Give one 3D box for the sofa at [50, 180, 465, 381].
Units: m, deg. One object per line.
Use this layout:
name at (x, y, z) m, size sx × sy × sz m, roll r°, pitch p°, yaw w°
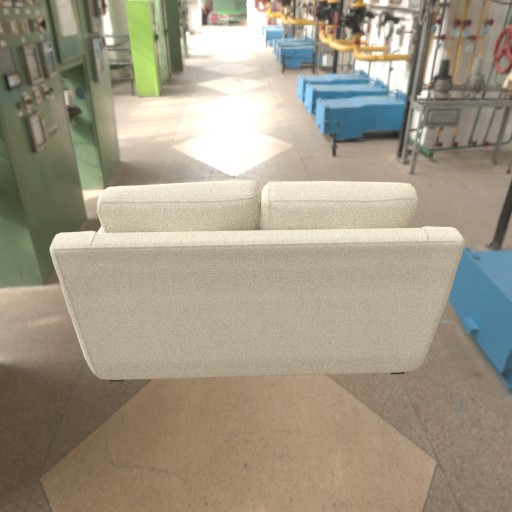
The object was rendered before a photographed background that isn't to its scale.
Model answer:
sofa at (0.000, 0.000, 2.401) m, size 1.744 × 1.047 × 1.040 m, roll -1°, pitch 30°, yaw -2°
